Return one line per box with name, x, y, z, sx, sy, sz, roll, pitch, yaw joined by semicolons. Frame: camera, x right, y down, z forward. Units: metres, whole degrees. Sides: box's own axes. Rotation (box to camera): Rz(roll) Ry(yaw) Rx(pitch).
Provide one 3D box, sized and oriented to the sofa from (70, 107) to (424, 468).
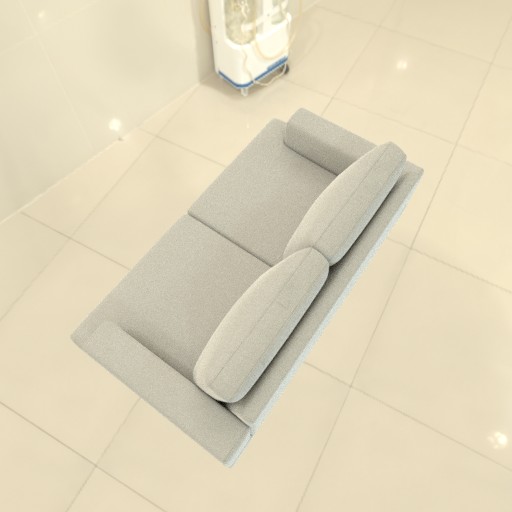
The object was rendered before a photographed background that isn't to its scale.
sofa;0.000;0.000;2.162;0.920;0.810;1.650;32;67;16
